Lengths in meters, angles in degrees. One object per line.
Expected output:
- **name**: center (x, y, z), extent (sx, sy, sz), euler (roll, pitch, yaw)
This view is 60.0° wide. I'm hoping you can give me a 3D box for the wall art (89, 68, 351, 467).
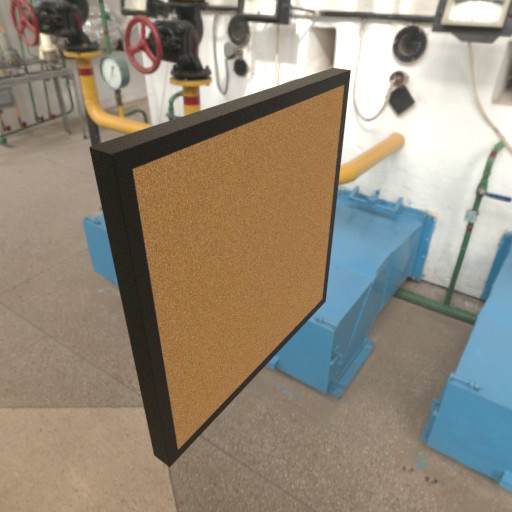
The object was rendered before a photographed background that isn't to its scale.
- **wall art**: center (0.000, 0.000, 0.734), extent (0.036, 0.508, 0.508), euler (22, 39, 29)
